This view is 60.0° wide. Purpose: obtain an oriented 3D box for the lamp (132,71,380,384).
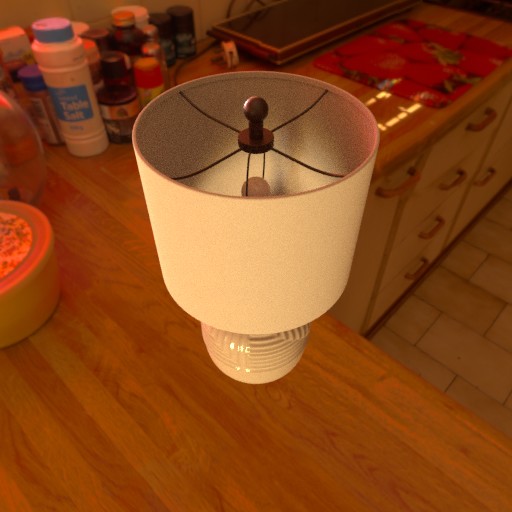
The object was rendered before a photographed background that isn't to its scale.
[{"bbox_3d":[0.000,0.000,0.757,0.318,0.567,0.318,0,46,0],"label":"lamp"}]
